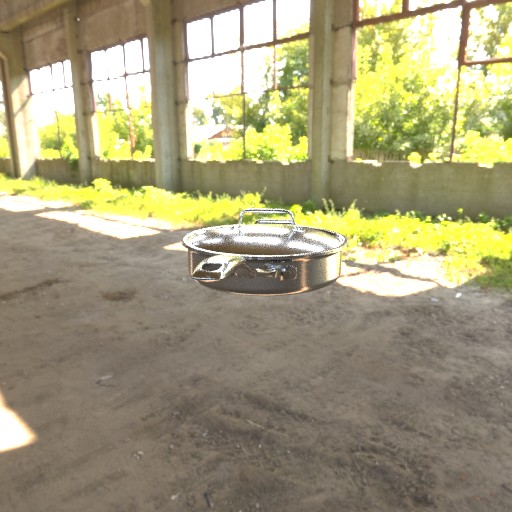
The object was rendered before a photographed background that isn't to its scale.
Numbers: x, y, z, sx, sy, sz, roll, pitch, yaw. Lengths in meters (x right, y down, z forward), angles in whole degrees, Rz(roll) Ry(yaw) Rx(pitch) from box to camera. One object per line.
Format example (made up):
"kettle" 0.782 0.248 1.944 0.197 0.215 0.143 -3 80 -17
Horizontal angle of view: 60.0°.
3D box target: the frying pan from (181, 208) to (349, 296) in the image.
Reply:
"frying pan" 0.000 0.000 0.653 0.280 0.114 0.561 2 14 8
